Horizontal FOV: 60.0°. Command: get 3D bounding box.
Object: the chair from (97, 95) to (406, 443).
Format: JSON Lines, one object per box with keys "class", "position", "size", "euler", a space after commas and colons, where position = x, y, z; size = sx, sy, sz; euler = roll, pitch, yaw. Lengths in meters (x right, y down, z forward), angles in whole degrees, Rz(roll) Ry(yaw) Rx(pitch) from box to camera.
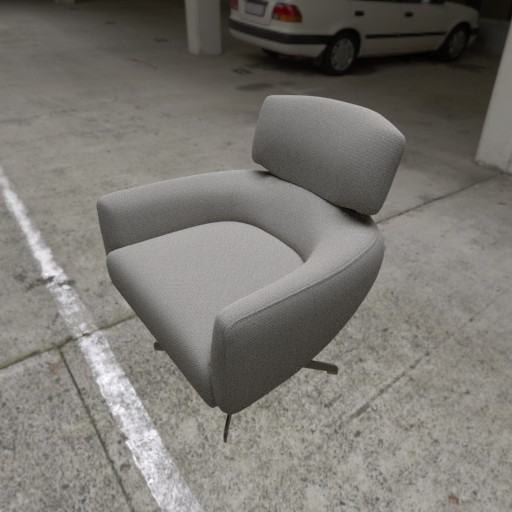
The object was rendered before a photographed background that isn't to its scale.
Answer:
{"class": "chair", "position": [0.000, 0.000, 1.336], "size": [0.730, 0.810, 0.760], "euler": [-21, 37, -30]}
